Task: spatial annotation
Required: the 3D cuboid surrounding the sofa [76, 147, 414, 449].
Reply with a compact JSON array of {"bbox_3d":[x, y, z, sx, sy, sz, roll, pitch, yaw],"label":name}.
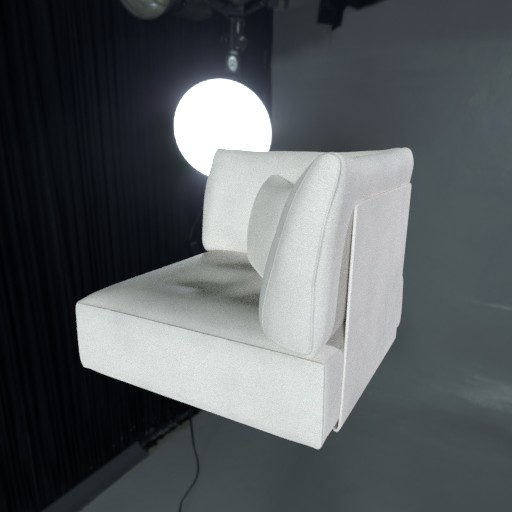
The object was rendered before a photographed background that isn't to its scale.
[{"bbox_3d":[0.000,0.000,1.730,1.000,0.820,1.000,8,16,28],"label":"sofa"}]
